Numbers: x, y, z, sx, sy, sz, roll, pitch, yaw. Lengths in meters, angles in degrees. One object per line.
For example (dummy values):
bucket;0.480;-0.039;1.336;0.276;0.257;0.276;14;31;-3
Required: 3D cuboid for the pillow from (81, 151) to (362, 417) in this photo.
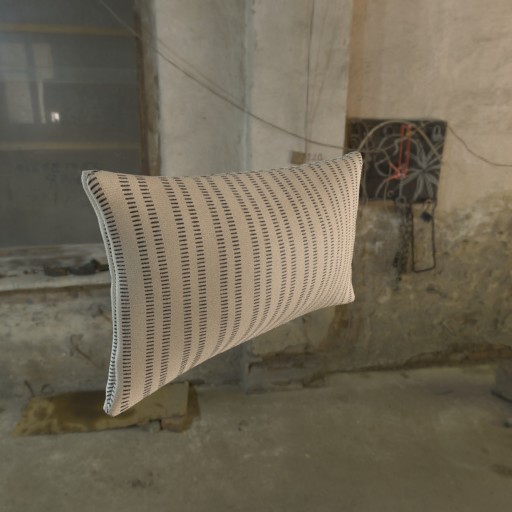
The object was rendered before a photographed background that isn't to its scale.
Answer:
pillow;0.000;0.000;0.816;0.210;0.353;0.640;16;23;42
